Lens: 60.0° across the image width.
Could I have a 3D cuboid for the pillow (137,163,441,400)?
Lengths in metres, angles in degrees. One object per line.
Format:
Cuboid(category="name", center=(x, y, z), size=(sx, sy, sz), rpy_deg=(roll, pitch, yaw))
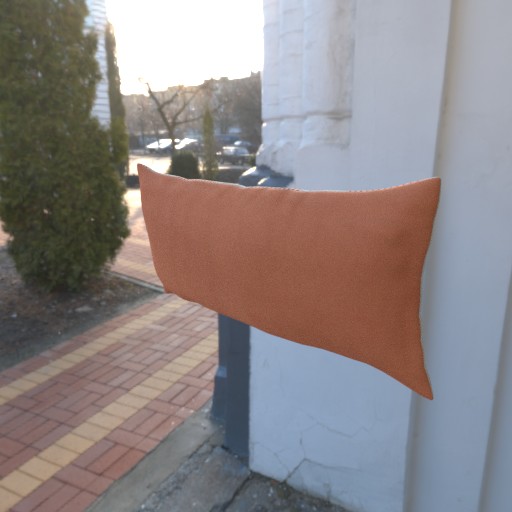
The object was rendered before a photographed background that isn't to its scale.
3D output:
Cuboid(category="pillow", center=(0.000, 0.000, 0.734), size=(0.608, 0.292, 0.156), rpy_deg=(14, 20, 43))
